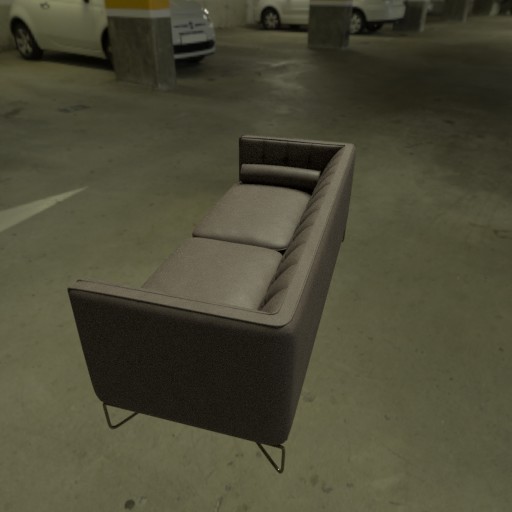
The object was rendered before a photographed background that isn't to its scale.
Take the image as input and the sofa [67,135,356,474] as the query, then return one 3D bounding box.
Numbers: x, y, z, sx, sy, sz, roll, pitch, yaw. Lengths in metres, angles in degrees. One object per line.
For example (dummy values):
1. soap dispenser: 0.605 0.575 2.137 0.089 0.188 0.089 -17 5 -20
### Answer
1. sofa: 0.000 0.000 2.543 0.867 0.789 2.087 9 32 14
